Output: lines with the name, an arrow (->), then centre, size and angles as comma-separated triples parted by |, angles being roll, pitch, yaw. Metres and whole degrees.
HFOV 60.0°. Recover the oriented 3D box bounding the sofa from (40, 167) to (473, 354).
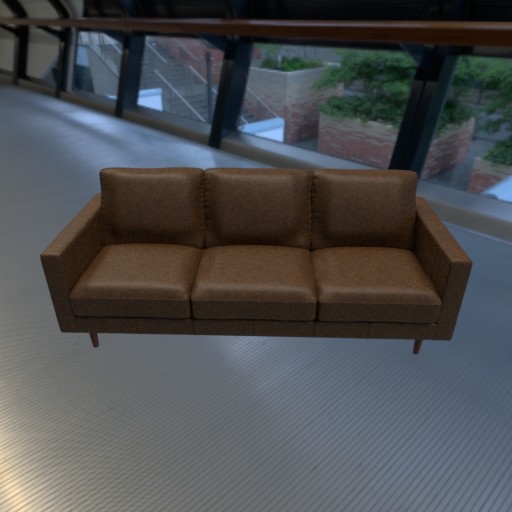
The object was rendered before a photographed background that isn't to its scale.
sofa -> 0.000, 0.000, 2.739 | 2.231, 0.930, 0.903 | 1, 30, 2
